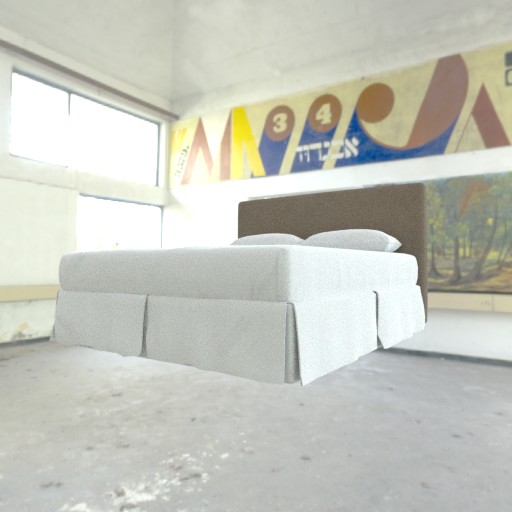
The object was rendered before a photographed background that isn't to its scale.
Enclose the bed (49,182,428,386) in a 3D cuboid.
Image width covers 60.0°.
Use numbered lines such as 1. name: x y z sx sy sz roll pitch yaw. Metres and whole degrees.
1. bed: 0.000 0.000 3.554 2.119 1.317 2.341 -1 -2 35
